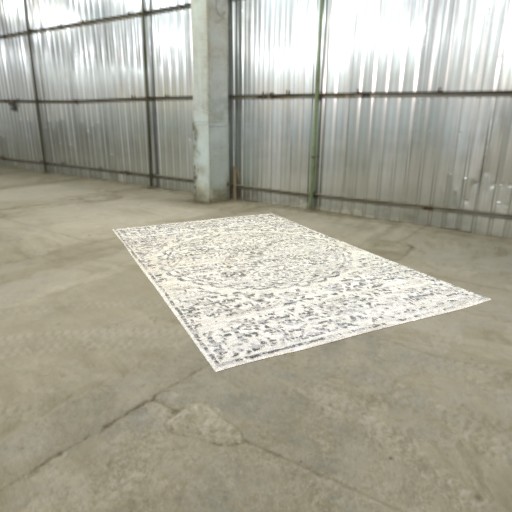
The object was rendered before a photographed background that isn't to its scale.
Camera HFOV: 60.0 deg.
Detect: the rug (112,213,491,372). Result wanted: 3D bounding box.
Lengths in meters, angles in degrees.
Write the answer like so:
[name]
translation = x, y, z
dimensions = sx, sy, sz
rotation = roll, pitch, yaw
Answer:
[rug]
translation = 0.000, 0.000, 3.031
dimensions = 1.527, 0.021, 2.447
rotation = -8, 19, -25
